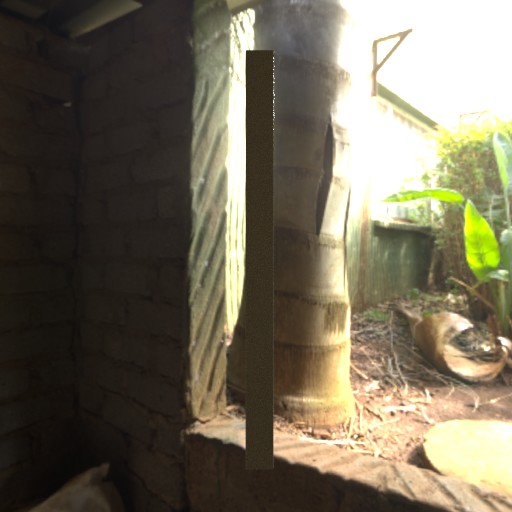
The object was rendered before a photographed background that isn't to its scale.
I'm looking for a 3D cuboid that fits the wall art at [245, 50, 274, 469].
[{"bbox_3d":[0.000,0.000,1.352,0.053,0.787,1.041,0,1,-1],"label":"wall art"}]
